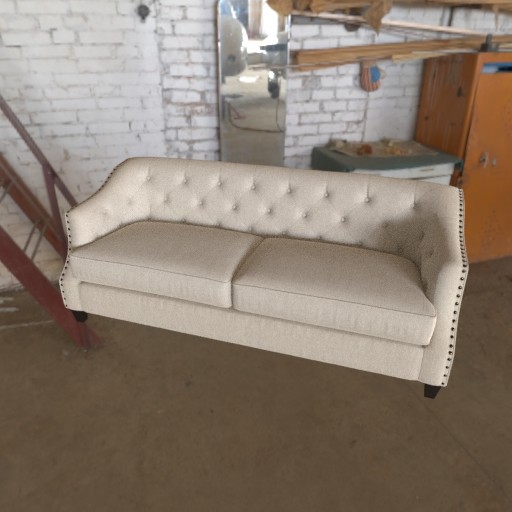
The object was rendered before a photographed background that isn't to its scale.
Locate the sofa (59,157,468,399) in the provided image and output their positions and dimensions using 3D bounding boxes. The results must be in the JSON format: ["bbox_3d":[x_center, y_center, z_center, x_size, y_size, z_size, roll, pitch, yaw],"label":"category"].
[{"bbox_3d":[0.000,0.000,2.680,2.235,0.901,0.914,8,28,16],"label":"sofa"}]
